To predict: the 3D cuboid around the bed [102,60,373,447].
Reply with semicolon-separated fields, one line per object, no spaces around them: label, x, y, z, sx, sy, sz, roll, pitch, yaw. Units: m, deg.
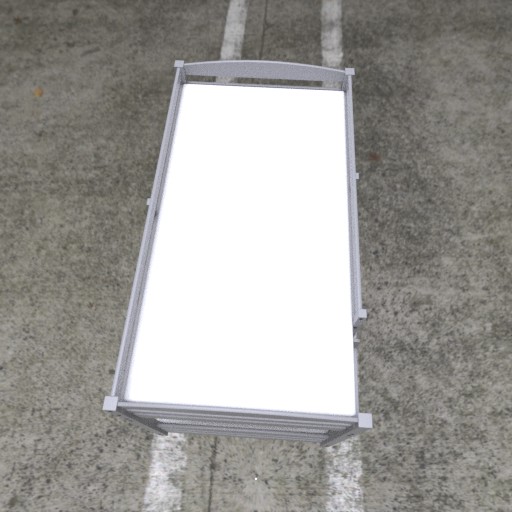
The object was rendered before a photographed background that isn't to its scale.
bed;0.000;0.000;2.700;1.105;1.206;2.013;3;63;2
